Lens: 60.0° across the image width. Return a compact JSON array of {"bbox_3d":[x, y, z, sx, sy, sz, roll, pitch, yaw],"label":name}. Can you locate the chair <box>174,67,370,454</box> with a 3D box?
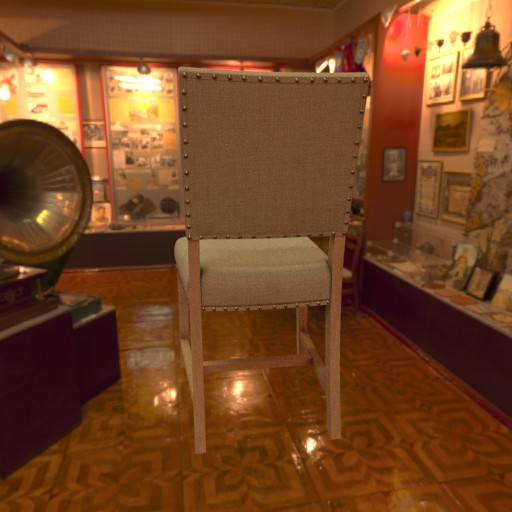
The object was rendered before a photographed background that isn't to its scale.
[{"bbox_3d":[0.000,0.000,1.370,0.508,0.986,0.622,-2,13,-9],"label":"chair"}]
